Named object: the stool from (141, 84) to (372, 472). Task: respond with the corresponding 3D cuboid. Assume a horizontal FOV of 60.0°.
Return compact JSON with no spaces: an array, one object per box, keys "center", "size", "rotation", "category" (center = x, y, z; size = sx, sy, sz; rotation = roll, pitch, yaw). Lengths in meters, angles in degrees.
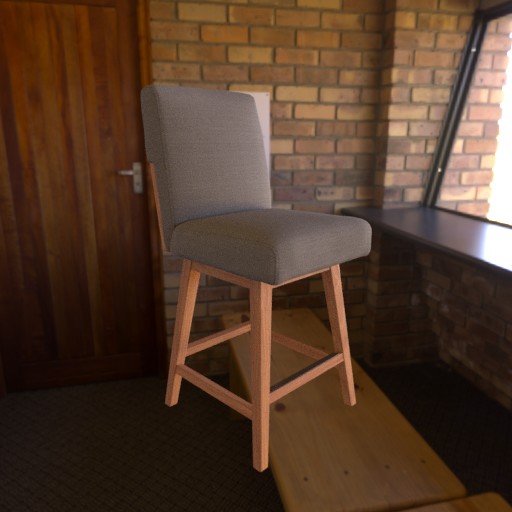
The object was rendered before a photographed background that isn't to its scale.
[{"center":[0.000,0.000,1.378],"size":[0.459,1.019,0.570],"rotation":[-14,20,-43],"category":"stool"}]
